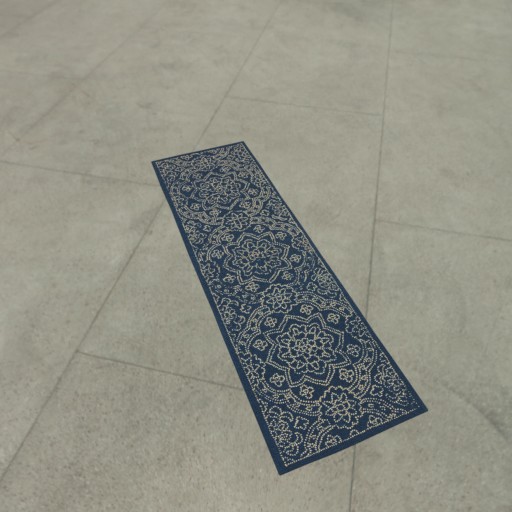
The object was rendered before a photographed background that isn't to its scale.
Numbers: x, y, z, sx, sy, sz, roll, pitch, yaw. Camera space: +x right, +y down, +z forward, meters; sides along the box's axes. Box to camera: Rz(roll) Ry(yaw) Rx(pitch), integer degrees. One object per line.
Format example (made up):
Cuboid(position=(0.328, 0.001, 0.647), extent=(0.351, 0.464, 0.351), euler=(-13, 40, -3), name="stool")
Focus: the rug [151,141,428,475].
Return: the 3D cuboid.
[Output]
Cuboid(position=(0.000, 0.000, 2.746), extent=(0.769, 0.012, 2.448), euler=(-16, 49, -15), name="rug")
